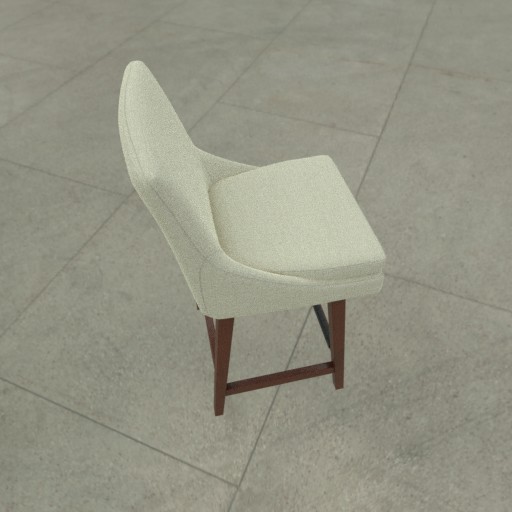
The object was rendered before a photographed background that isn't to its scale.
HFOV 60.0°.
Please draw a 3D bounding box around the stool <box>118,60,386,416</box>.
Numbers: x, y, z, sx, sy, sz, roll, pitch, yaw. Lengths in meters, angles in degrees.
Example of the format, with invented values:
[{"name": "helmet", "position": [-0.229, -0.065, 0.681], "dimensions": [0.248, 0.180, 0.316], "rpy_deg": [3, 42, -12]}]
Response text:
[{"name": "stool", "position": [0.000, 0.000, 1.268], "dimensions": [0.559, 0.991, 0.469], "rpy_deg": [-10, 49, -8]}]
